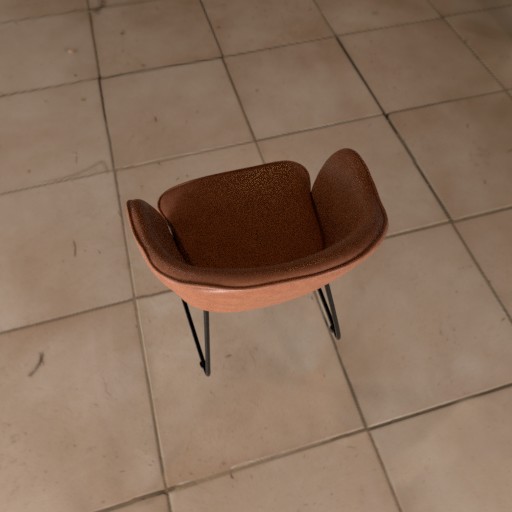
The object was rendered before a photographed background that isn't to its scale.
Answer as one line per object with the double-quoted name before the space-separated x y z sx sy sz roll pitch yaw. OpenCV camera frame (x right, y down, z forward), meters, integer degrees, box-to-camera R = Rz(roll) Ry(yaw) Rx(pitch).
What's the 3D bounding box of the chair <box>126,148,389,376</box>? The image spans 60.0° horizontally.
"chair" 0.000 0.000 1.217 0.582 0.785 0.580 -15 60 -9
